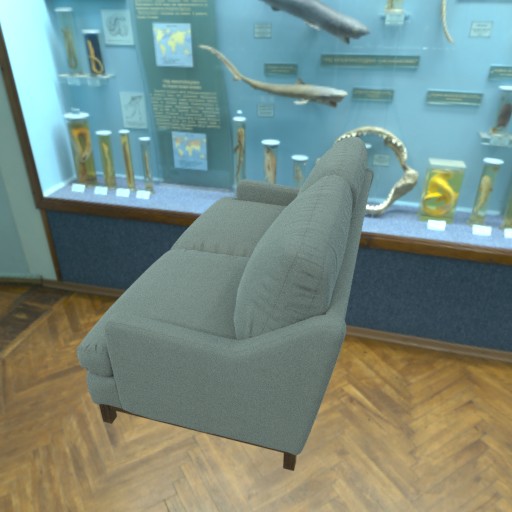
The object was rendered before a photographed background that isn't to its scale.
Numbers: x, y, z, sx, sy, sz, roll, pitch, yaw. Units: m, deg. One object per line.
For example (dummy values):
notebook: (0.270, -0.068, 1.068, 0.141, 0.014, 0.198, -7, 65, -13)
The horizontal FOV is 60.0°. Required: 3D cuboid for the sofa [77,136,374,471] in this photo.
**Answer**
sofa: (0.000, 0.000, 2.162, 0.987, 0.921, 1.589, 8, 30, 14)
